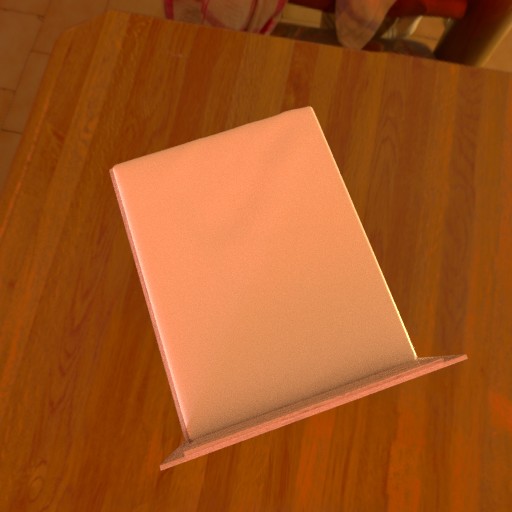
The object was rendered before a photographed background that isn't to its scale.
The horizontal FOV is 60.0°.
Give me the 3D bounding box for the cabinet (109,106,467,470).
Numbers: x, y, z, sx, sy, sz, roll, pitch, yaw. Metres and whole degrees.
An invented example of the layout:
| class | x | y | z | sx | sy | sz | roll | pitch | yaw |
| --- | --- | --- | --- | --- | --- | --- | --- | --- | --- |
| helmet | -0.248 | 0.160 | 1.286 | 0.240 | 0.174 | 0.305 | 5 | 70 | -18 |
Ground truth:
| class | x | y | z | sx | sy | sz | roll | pitch | yaw |
| --- | --- | --- | --- | --- | --- | --- | --- | --- | --- |
| cabinet | 0.000 | 0.000 | 3.064 | 1.750 | 0.970 | 2.080 | -18 | 76 | -5 |
